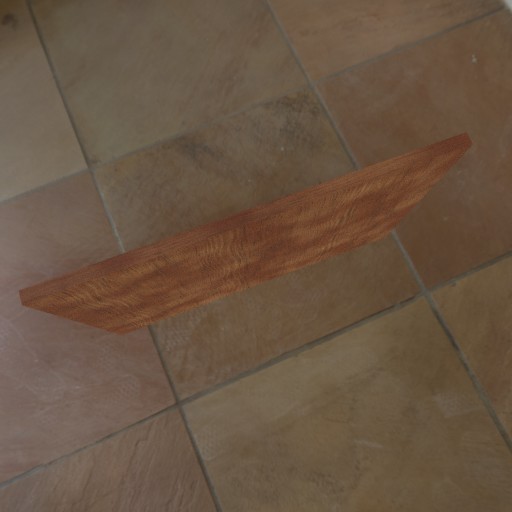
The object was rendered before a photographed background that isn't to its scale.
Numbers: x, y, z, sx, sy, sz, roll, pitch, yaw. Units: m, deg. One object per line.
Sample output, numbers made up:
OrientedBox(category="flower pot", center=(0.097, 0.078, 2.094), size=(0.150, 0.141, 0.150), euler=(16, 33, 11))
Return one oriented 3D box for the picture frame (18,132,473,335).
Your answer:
OrientedBox(category="picture frame", center=(0.000, 0.000, 1.186), size=(0.950, 0.640, 0.029), euler=(-20, 76, -5))
